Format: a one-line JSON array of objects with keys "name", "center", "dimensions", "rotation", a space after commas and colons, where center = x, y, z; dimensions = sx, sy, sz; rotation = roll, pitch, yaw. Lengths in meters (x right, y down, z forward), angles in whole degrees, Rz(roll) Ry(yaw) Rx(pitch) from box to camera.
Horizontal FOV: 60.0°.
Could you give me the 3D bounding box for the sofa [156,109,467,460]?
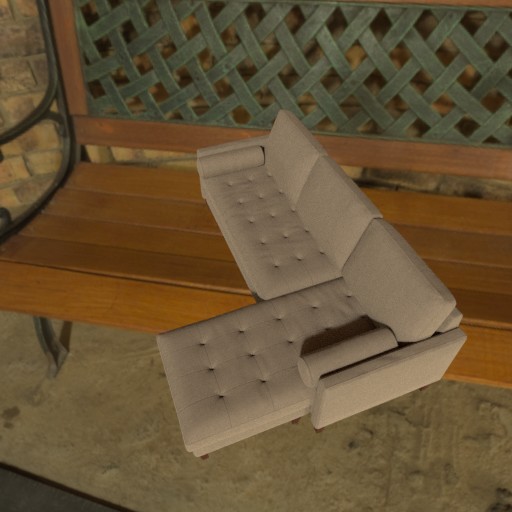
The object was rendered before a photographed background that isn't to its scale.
[{"name": "sofa", "center": [0.000, 0.000, 2.903], "dimensions": [1.506, 0.875, 2.178], "rotation": [-16, 49, -14]}]
